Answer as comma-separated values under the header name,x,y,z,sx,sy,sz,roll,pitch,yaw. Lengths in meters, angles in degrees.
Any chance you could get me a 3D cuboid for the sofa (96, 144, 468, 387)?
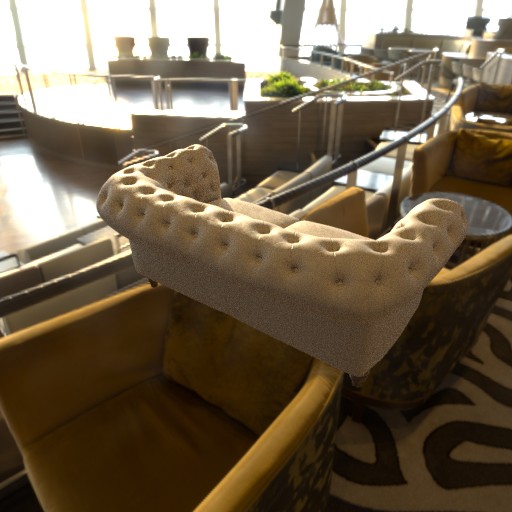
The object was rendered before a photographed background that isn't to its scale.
name,x,y,z,sx,sy,sz,roll,pitch,yaw
sofa,0.000,0.000,2.573,1.988,0.835,1.069,20,35,32
